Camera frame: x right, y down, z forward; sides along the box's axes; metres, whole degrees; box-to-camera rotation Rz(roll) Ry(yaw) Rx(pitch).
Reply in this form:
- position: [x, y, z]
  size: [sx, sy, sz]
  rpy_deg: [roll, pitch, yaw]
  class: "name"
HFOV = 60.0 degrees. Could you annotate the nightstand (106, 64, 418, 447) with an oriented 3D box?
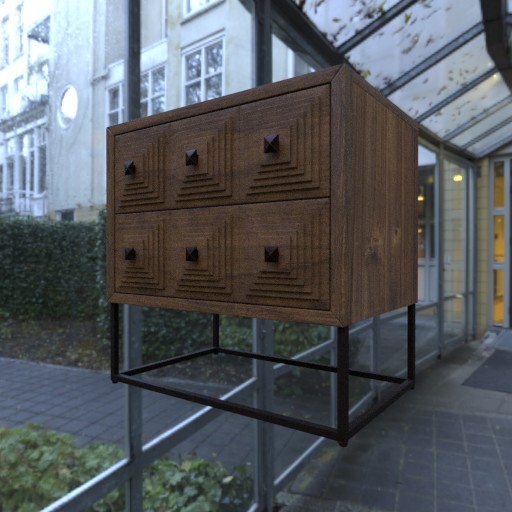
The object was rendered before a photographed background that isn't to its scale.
- position: [0.000, 0.000, 1.025]
  size: [0.610, 0.610, 0.437]
  rpy_deg: [0, 1, 36]
  class: "nightstand"
